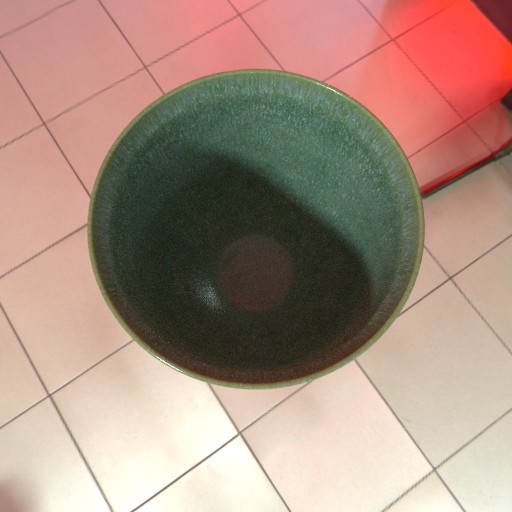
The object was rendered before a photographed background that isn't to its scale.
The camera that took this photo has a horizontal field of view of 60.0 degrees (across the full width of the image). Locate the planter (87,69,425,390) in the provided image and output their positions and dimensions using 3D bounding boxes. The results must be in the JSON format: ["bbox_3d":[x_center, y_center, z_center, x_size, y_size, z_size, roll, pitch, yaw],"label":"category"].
[{"bbox_3d":[0.000,0.000,0.479,0.266,0.270,0.266,0,76,0],"label":"planter"}]
